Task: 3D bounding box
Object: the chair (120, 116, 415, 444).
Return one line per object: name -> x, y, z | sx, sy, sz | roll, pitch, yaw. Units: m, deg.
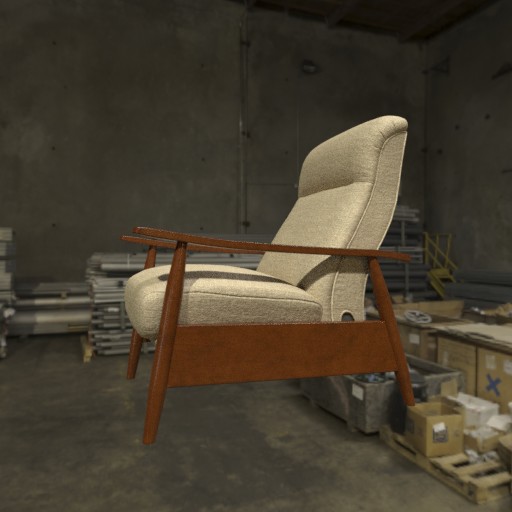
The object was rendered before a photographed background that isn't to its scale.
chair -> 0.000, 0.000, 1.783 | 1.014, 1.082, 0.762 | 0, 0, -20
